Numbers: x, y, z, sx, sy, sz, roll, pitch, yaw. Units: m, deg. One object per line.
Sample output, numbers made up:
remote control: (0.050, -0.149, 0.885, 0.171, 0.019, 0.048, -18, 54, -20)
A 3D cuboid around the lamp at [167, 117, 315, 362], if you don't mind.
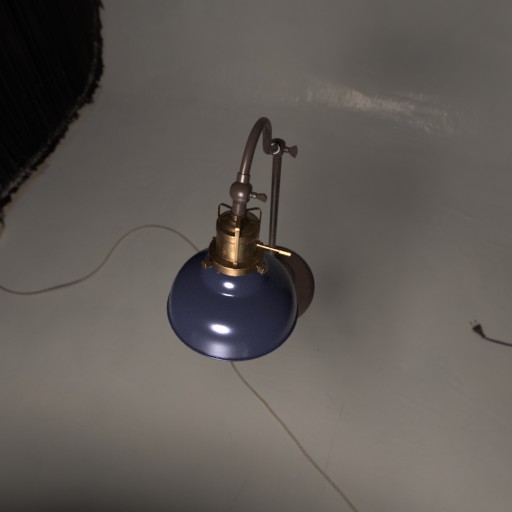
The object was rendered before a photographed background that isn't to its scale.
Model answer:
lamp: (0.000, 0.000, 0.685, 0.192, 0.508, 0.374, 16, 59, 10)
